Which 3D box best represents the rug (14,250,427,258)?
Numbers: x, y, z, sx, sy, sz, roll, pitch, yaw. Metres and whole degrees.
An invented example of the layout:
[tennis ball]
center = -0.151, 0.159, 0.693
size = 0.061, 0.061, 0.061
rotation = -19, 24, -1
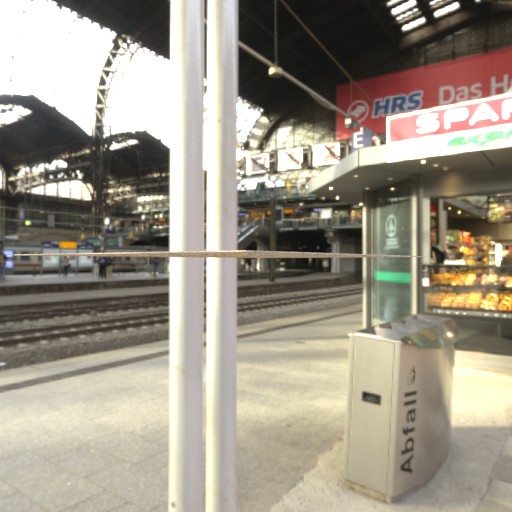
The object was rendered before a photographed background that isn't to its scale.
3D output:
[rug]
center = 0.000, 0.000, 2.262
size = 1.217, 0.005, 1.818
rotation = 0, -1, 35
